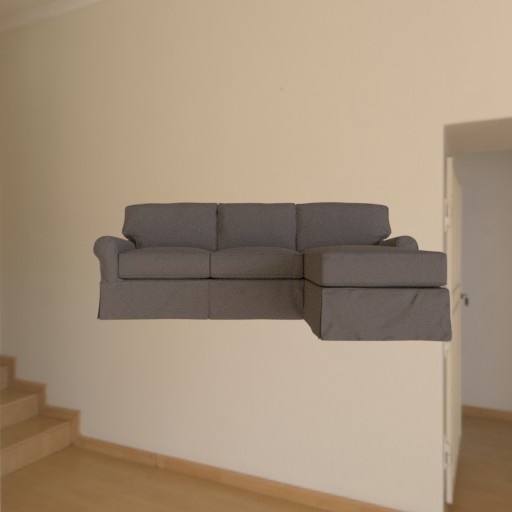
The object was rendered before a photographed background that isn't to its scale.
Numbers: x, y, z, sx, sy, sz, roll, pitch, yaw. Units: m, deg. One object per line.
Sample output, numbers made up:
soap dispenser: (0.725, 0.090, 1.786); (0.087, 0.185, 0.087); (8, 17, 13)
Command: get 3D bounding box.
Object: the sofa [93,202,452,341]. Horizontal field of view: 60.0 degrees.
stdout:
sofa: (0.000, 0.000, 3.358); (2.475, 0.978, 1.733); (0, 0, 0)
